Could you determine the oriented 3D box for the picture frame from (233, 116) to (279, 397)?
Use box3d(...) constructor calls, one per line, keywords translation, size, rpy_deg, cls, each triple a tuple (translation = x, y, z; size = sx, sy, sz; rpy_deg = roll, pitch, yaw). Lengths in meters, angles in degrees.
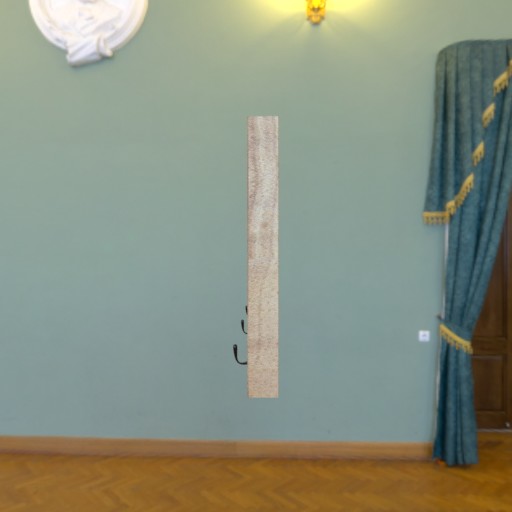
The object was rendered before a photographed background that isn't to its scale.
box3d(translation=(0.000, 0.000, 0.659), size=(0.045, 0.234, 0.582), rpy_deg=(0, 0, 1), cls="picture frame")
